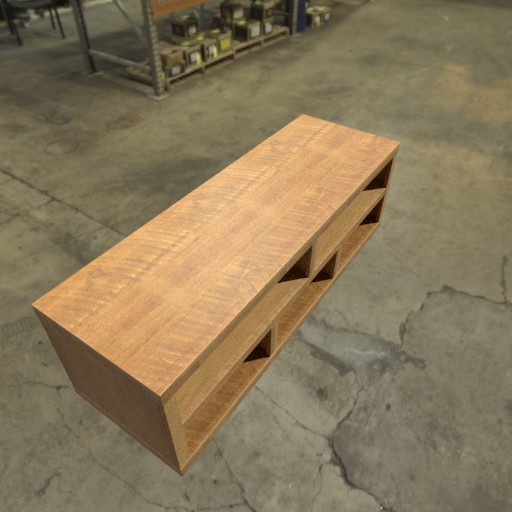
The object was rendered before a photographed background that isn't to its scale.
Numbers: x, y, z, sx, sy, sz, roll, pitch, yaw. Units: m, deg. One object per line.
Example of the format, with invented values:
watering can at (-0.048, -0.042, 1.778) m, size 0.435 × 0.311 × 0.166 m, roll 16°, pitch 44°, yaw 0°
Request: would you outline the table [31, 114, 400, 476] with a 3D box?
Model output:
table at (0.000, 0.000, 1.758) m, size 0.499 × 0.491 × 1.499 m, roll 25°, pitch 48°, yaw 25°
